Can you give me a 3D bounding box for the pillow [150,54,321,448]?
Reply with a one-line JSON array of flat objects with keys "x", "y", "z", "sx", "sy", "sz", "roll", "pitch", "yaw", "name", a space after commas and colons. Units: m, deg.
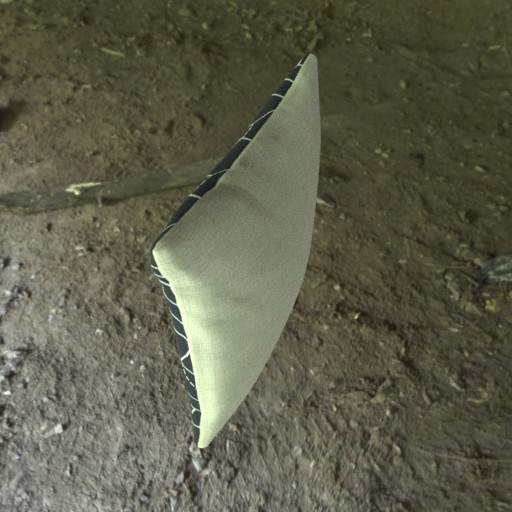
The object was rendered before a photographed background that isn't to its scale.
[{"x": 0.000, "y": 0.000, "z": 0.773, "sx": 0.158, "sy": 0.508, "sz": 0.517, "roll": 16, "pitch": 48, "yaw": 15, "name": "pillow"}]
